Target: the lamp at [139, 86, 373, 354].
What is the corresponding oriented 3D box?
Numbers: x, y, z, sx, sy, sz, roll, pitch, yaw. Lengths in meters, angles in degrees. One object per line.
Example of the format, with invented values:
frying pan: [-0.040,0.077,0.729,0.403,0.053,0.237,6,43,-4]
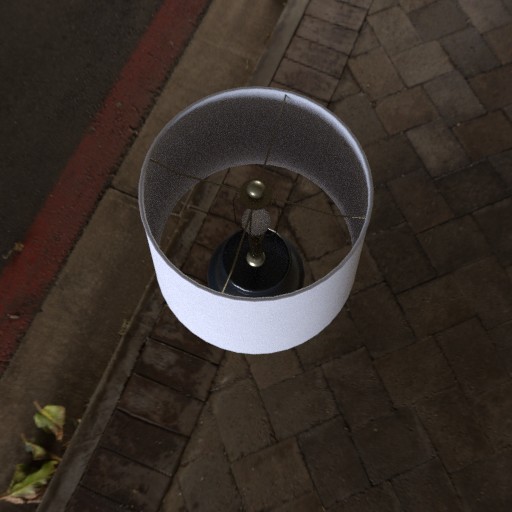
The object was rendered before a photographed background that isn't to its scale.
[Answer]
lamp: [0.000,0.000,0.546,0.239,0.399,0.239,0,74,0]
